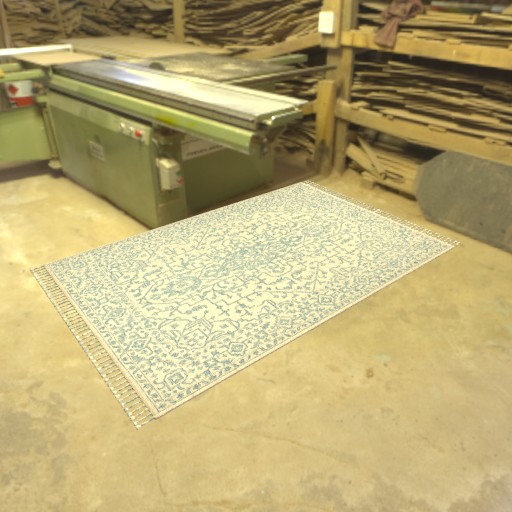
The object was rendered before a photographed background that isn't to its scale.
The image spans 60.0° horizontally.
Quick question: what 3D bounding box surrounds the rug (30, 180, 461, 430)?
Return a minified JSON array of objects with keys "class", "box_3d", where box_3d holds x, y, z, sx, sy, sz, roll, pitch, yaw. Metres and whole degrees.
[{"class":"rug","box_3d":[0.000,0.000,2.938,2.438,0.010,1.524,-22,38,-32]}]
